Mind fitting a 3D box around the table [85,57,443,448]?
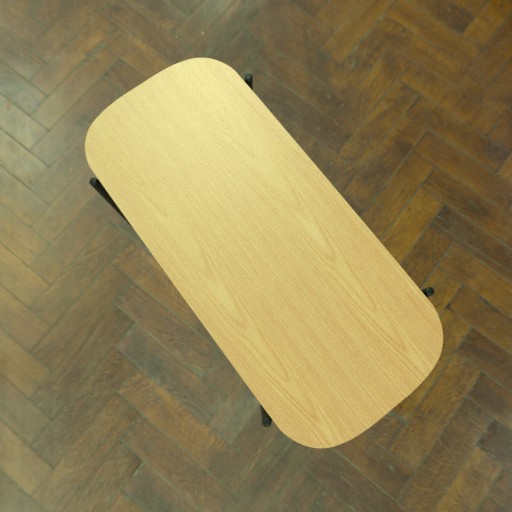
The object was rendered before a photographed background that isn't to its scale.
[{"bbox_3d":[0.000,0.000,1.044,0.400,0.400,0.800,-36,80,-8],"label":"table"}]
